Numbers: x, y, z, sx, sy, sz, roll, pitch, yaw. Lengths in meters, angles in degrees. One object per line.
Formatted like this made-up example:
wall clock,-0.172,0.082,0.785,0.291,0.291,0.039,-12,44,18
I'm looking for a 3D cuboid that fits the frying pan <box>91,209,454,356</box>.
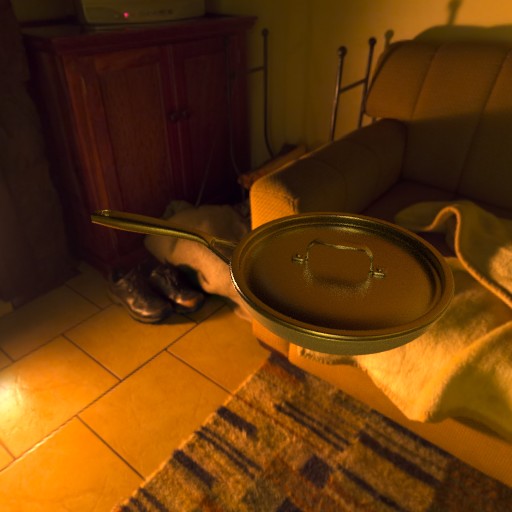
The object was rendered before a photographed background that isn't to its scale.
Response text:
frying pan,0.000,0.000,0.589,0.490,0.086,0.272,10,34,16
